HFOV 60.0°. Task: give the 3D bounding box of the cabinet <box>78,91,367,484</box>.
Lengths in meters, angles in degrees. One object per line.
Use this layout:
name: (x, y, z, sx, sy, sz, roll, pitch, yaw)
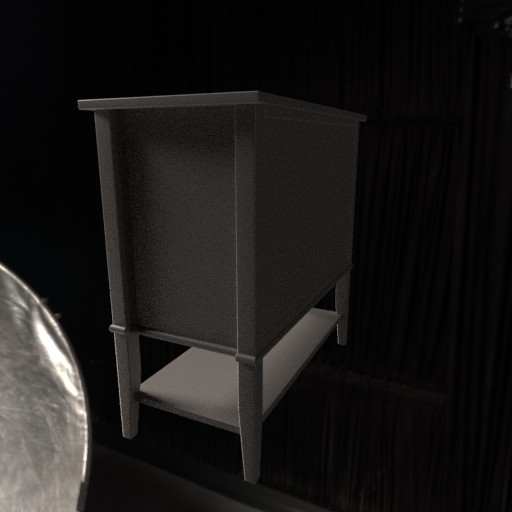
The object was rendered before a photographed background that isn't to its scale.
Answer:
cabinet: (0.000, 0.000, 1.241, 0.396, 0.780, 0.801, 7, 16, 25)
